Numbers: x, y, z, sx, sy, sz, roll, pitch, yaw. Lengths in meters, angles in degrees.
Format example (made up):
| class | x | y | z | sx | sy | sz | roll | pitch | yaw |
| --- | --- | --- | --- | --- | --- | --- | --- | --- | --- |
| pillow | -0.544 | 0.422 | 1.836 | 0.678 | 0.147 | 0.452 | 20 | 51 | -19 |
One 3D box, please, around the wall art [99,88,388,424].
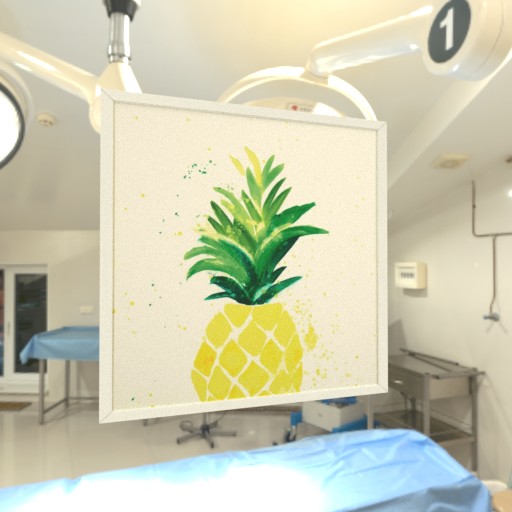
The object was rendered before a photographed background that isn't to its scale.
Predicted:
| class | x | y | z | sx | sy | sz | roll | pitch | yaw |
| --- | --- | --- | --- | --- | --- | --- | --- | --- | --- |
| wall art | 0.000 | 0.000 | 0.463 | 0.307 | 0.307 | 0.020 | 0 | -1 | -18 |
